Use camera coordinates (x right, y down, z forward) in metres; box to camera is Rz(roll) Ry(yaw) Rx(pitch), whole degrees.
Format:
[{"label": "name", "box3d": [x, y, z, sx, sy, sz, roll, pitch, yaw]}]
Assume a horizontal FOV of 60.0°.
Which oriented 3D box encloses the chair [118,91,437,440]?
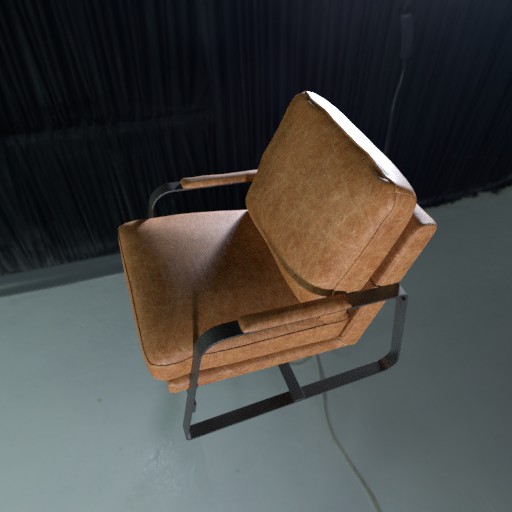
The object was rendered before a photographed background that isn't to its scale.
[{"label": "chair", "box3d": [0.000, 0.000, 1.383, 0.801, 0.777, 0.651, -15, 48, -14]}]
